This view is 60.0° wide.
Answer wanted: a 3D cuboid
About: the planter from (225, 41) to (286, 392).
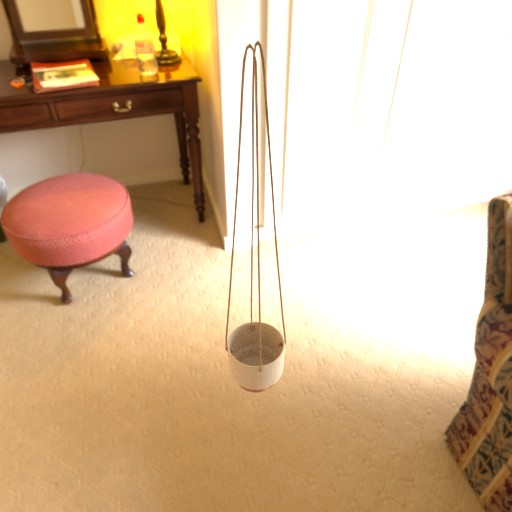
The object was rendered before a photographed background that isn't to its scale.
[{"bbox_3d":[0.000,0.000,0.935,0.146,0.841,0.146,26,46,27],"label":"planter"}]
